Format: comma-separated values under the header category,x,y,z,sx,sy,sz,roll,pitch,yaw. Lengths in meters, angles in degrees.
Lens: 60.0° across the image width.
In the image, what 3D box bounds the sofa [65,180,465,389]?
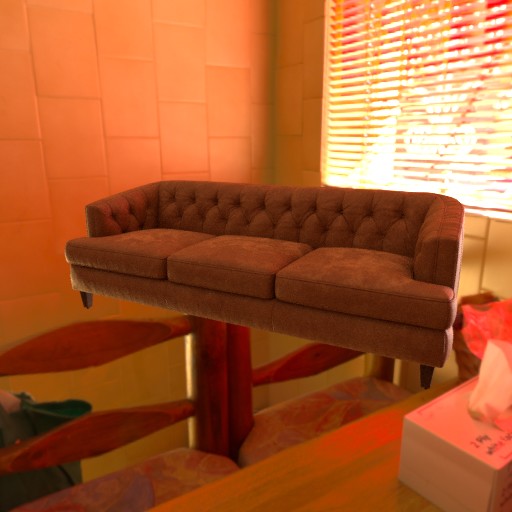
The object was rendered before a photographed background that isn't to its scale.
category,x,y,z,sx,sy,sz,roll,pitch,yaw
sofa,0.000,0.000,2.646,2.257,0.791,0.922,7,16,27
